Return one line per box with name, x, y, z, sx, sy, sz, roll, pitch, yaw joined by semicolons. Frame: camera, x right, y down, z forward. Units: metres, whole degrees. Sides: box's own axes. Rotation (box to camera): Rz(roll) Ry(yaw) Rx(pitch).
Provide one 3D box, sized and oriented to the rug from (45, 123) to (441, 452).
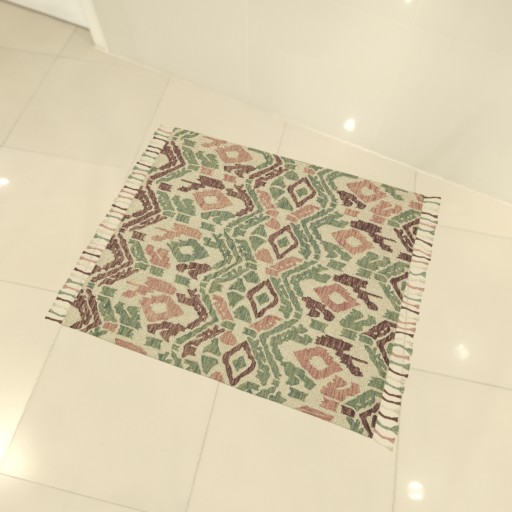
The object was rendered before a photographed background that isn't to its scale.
rug;0.000;0.000;4.073;3.048;0.010;2.438;17;64;9
